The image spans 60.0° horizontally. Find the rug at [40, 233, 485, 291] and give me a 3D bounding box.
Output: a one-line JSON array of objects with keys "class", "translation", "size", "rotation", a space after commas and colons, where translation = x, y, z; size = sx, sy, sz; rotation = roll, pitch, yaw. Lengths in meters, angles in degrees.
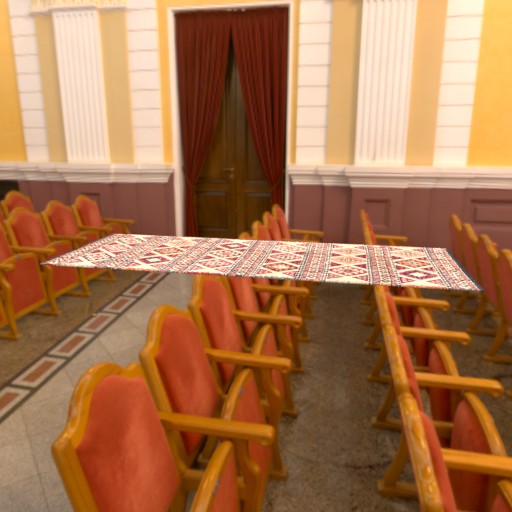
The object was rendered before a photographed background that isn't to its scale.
[{"class": "rug", "translation": [0.000, 0.000, 2.694], "size": [2.362, 0.008, 0.832], "rotation": [3, 15, 11]}]
